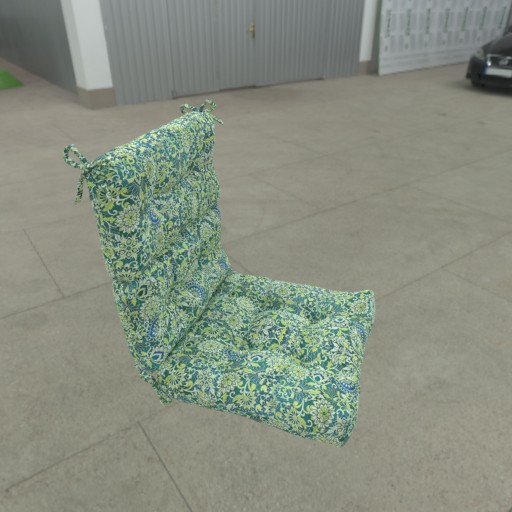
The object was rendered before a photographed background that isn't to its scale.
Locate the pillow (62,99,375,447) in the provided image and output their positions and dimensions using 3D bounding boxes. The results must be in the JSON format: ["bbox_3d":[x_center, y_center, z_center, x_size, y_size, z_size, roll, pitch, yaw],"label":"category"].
[{"bbox_3d":[0.000,0.000,1.036,0.571,0.605,0.519,10,32,16],"label":"pillow"}]
